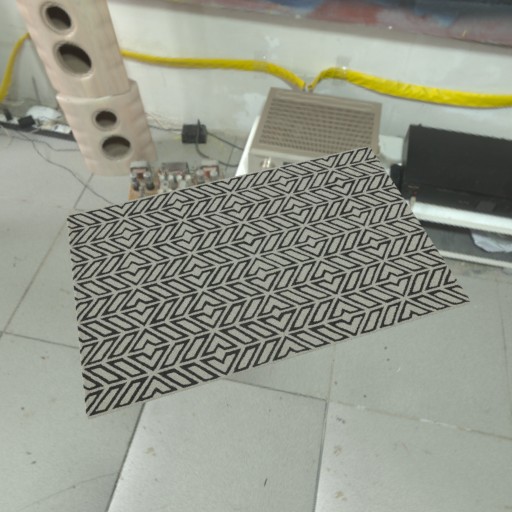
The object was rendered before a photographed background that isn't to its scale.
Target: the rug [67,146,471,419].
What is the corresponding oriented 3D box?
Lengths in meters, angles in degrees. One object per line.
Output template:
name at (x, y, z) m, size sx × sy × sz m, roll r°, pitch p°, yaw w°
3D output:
rug at (0.000, 0.000, 3.055) m, size 2.438 × 0.008 × 1.523 m, roll -15°, pitch 58°, yaw -10°
